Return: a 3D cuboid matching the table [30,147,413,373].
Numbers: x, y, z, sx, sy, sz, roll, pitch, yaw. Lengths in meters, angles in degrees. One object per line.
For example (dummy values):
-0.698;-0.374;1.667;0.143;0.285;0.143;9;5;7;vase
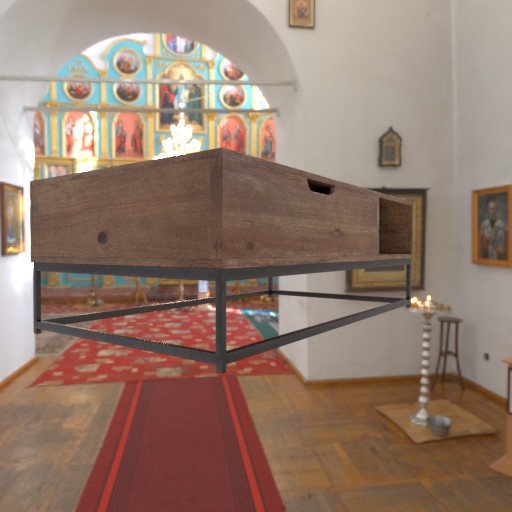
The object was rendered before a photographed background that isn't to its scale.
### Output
0.000;0.000;1.404;0.655;0.395;1.101;1;1;36;table
